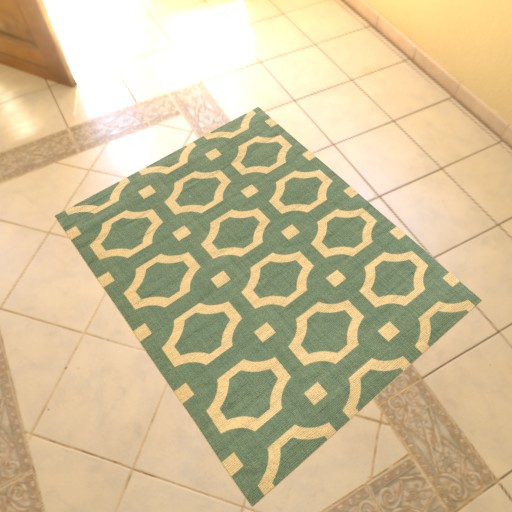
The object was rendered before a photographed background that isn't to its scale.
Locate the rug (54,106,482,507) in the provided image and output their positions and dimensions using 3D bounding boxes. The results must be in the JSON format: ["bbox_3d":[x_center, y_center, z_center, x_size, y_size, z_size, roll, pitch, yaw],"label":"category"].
[{"bbox_3d":[0.000,0.000,3.957,2.466,0.021,3.049,-34,64,-19],"label":"rug"}]
